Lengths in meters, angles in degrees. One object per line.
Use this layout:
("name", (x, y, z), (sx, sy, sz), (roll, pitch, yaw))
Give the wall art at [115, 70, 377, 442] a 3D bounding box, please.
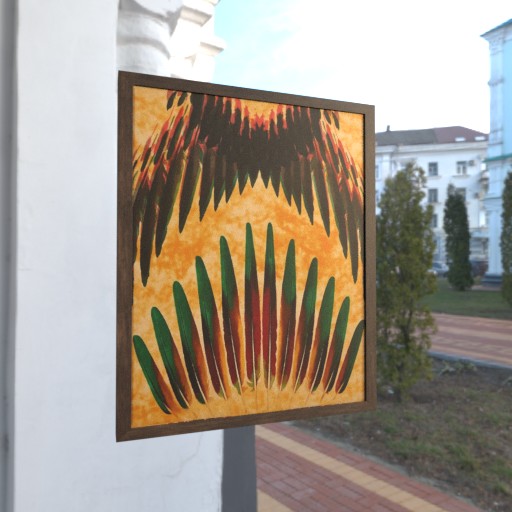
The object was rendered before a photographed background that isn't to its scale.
("wall art", (0.000, 0.000, 0.549), (0.329, 0.406, 0.027), (0, -1, -19))
